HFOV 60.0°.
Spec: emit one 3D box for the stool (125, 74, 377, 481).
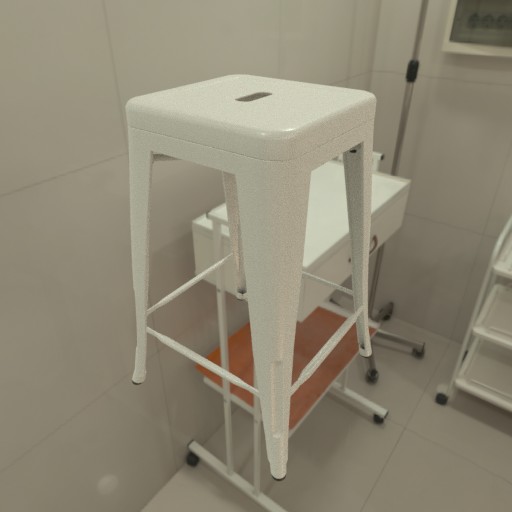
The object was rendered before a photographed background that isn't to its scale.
[{"bbox_3d":[0.000,0.000,0.872,0.406,0.610,0.406,21,38,30],"label":"stool"}]
